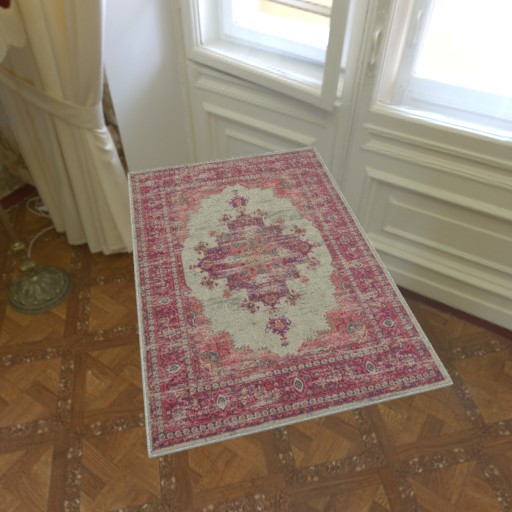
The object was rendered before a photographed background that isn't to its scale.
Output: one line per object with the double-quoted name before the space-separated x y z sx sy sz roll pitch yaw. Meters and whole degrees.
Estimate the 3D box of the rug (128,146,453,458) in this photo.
"rug" 0.000 0.000 3.727 2.005 0.014 2.878 -10 48 -9
